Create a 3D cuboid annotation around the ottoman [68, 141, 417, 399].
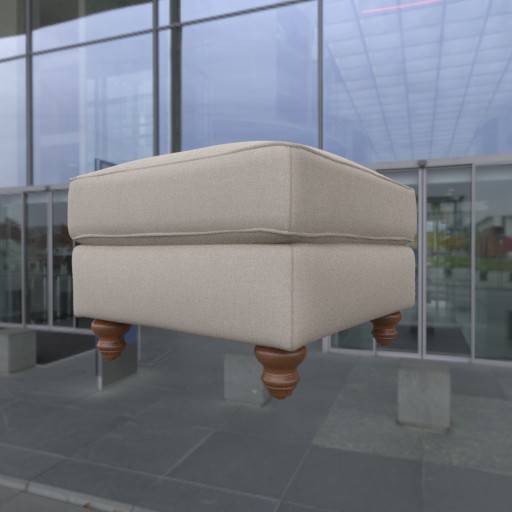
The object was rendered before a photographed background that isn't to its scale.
[{"bbox_3d":[0.000,0.000,1.159,0.662,0.505,0.716,0,1,35],"label":"ottoman"}]
